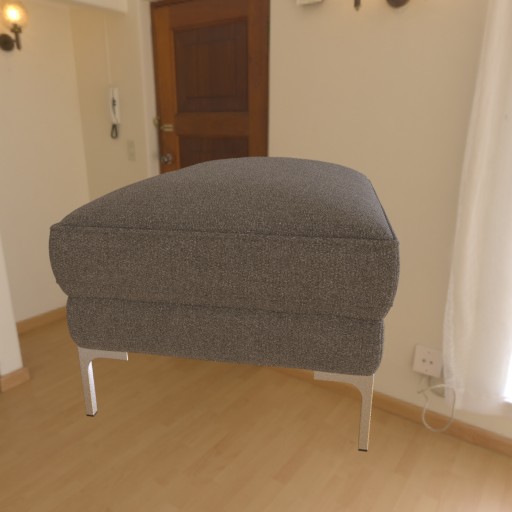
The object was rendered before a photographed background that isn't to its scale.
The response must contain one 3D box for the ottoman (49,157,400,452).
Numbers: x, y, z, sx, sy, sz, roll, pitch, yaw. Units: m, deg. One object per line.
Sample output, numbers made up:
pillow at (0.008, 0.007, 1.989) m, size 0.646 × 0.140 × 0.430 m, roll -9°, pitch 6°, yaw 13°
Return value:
ottoman at (0.000, 0.000, 1.106) m, size 0.583 × 0.464 × 0.785 m, roll 3°, pitch 17°, yaw 10°
